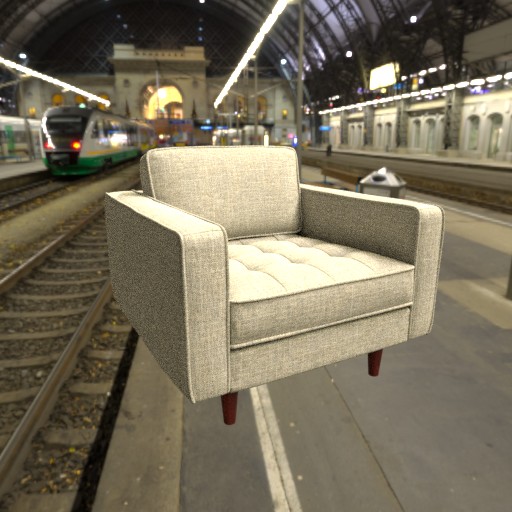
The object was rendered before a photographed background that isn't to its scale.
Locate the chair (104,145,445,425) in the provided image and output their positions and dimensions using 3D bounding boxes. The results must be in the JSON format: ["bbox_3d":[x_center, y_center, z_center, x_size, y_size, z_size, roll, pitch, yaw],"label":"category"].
[{"bbox_3d":[0.000,0.000,1.596,0.889,0.765,0.914,-8,17,-28],"label":"chair"}]
